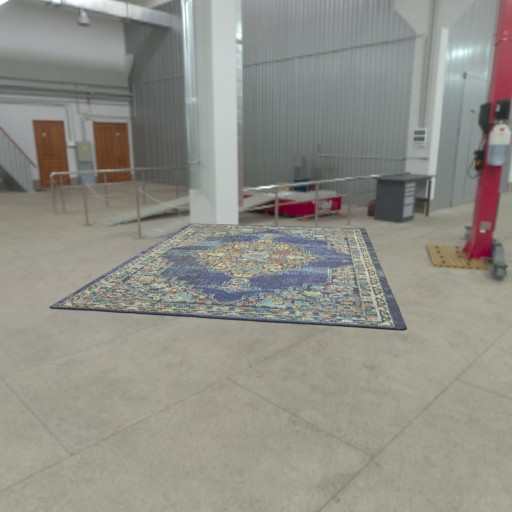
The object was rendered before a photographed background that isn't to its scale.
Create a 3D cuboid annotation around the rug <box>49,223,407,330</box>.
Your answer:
[{"bbox_3d":[0.000,0.000,3.020,1.630,0.009,2.232,2,15,9],"label":"rug"}]
